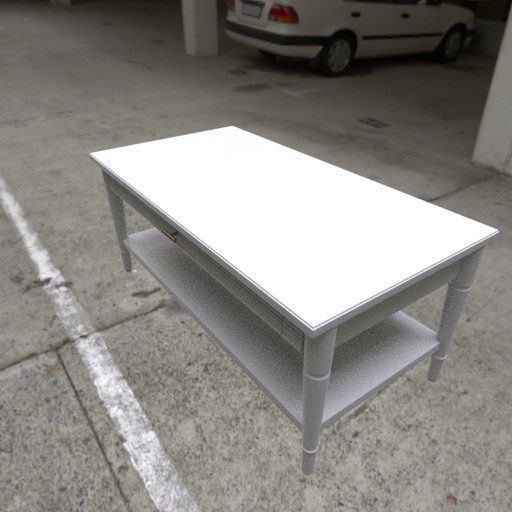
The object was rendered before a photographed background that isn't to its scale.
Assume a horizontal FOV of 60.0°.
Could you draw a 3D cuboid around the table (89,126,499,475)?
[{"bbox_3d":[0.000,0.000,1.326,0.559,0.457,1.067,-21,37,-30],"label":"table"}]
